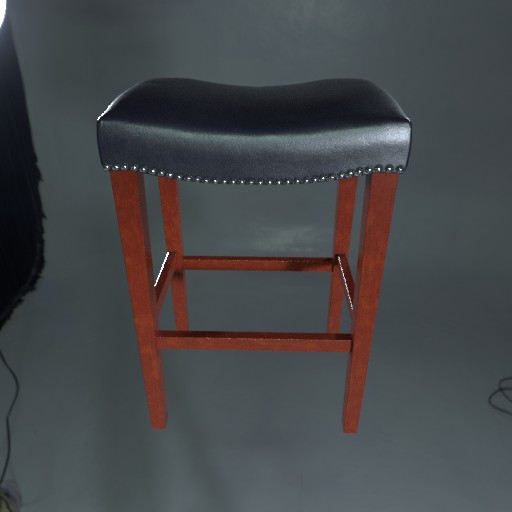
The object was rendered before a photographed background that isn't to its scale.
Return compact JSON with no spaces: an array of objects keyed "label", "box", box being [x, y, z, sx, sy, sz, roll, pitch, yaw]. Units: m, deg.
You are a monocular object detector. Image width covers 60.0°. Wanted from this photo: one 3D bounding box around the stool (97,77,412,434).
[{"label":"stool","box":[0.000,0.000,1.009,0.504,0.742,0.372,1,30,1]}]
